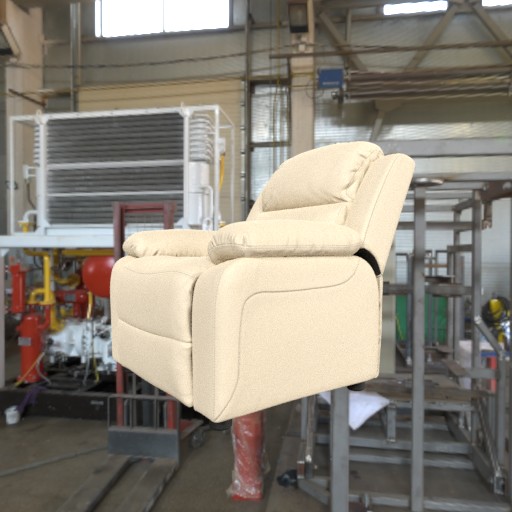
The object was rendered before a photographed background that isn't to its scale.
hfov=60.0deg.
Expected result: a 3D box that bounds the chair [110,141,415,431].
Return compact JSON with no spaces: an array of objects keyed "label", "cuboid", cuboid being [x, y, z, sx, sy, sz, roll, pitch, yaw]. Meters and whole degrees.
[{"label":"chair","cuboid":[0.000,0.000,1.287,0.709,0.702,0.680,0,1,-36]}]
